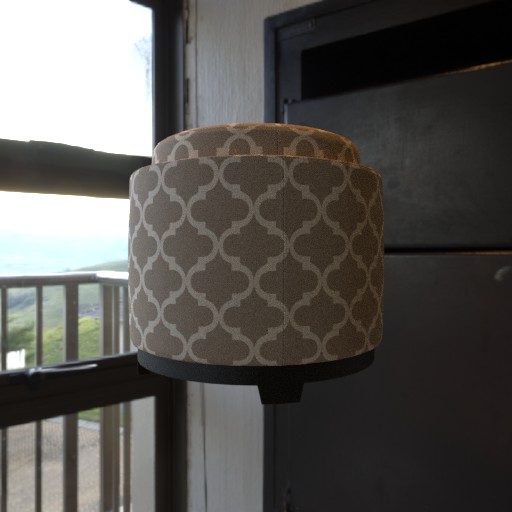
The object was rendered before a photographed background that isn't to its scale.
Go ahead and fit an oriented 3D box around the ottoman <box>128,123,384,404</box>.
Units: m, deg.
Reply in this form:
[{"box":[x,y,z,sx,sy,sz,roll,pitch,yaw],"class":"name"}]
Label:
[{"box":[0.000,0.000,0.864,0.480,0.429,0.480,0,0,0],"class":"ottoman"}]
